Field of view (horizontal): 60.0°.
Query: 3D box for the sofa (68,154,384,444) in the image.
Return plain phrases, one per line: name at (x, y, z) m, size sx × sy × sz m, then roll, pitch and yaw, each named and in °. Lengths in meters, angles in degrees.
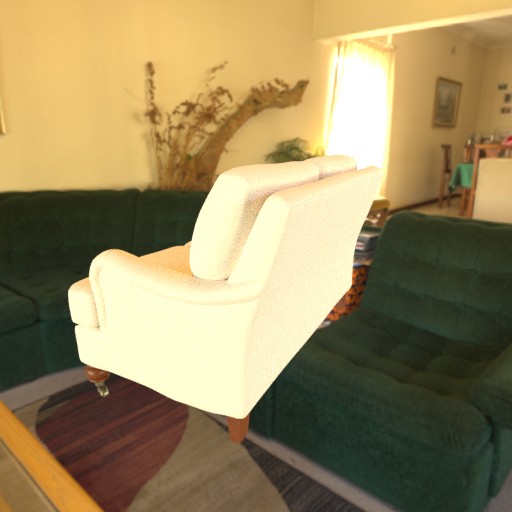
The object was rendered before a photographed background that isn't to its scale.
sofa at (0.000, 0.000, 2.546) m, size 1.084 × 1.101 × 1.853 m, roll 7°, pitch 17°, yaw 24°
